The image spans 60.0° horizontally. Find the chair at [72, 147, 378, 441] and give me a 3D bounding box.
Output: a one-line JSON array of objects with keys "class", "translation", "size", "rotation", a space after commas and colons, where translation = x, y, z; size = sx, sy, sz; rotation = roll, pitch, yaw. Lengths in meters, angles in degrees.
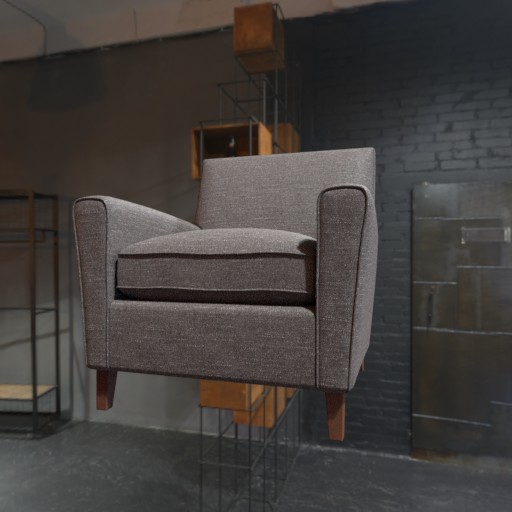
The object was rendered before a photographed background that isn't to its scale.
[{"class": "chair", "translation": [0.000, 0.000, 1.558], "size": [0.838, 0.885, 0.875], "rotation": [0, 0, 18]}]
